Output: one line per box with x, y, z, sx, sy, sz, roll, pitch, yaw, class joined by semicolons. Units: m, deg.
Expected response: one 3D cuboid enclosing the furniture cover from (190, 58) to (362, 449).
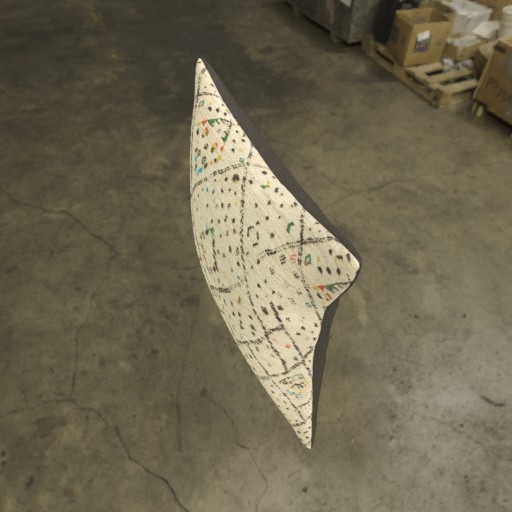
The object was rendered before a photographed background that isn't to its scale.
0.000;0.000;0.777;0.180;0.498;0.525;-17;50;-15;furniture cover
